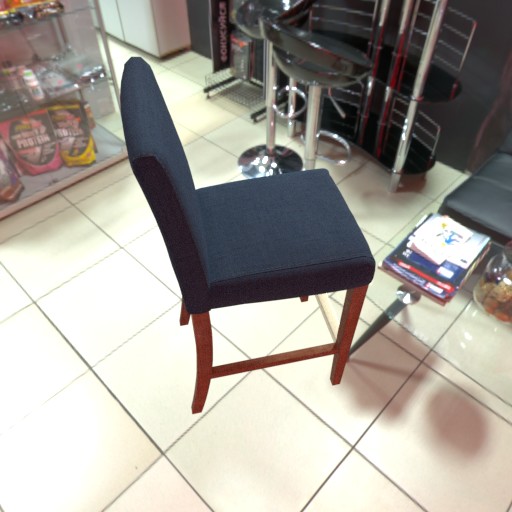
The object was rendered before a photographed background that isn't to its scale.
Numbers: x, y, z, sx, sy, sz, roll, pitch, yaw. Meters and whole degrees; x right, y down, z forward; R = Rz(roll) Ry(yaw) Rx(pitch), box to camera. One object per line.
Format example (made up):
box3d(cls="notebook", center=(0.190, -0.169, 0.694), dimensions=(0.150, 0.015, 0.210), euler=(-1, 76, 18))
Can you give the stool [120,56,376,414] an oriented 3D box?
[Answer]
box3d(cls="stool", center=(0.000, 0.000, 1.347), dimensions=(0.574, 1.088, 0.454), euler=(-10, 48, -9))
